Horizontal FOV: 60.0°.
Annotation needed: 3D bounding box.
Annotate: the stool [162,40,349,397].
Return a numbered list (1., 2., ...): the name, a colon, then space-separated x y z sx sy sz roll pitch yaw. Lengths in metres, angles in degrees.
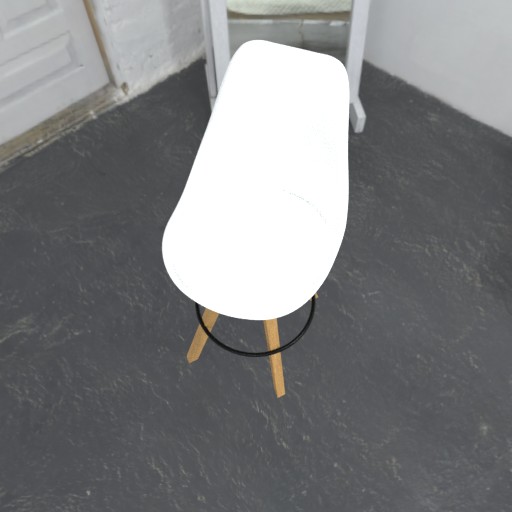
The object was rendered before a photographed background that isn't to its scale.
1. stool: 0.000 0.000 1.401 0.482 1.115 0.549 18 61 11
